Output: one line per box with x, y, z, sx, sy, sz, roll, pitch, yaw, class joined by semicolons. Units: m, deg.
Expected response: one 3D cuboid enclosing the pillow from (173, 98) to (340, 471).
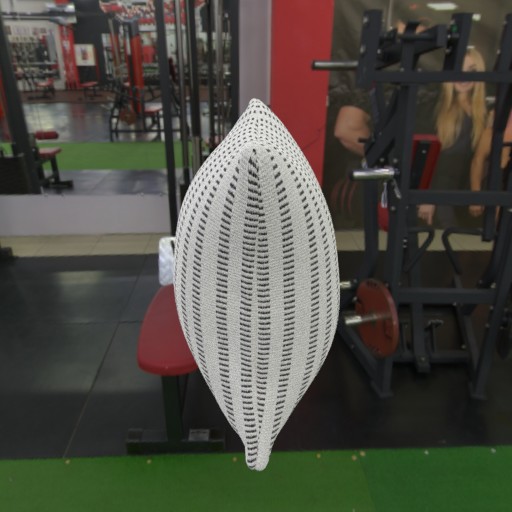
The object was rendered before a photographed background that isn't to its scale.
0.000;0.000;0.680;0.247;0.419;0.438;0;25;0;pillow
